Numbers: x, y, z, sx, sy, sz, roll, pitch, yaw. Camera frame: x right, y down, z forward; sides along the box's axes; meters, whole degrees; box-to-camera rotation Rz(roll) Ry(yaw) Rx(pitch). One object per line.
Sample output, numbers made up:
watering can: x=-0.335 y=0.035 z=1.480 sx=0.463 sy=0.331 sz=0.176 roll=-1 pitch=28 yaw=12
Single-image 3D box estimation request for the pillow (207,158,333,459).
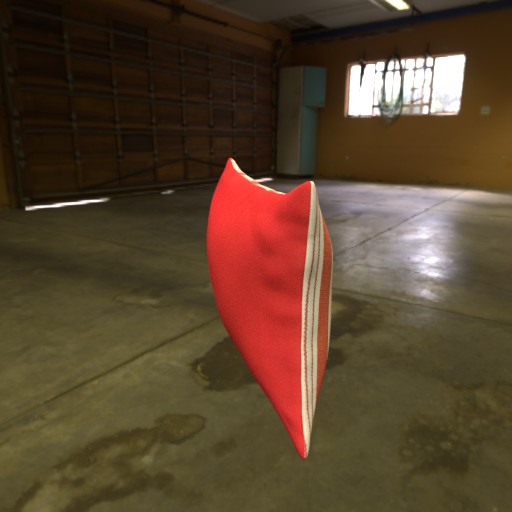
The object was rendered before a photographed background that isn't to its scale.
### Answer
pillow: x=0.000 y=0.000 z=0.726 sx=0.151 sy=0.297 sz=0.608 roll=-3 pitch=15 yaw=-10
